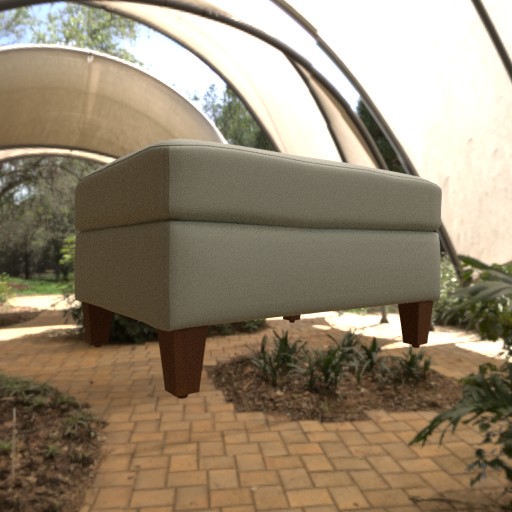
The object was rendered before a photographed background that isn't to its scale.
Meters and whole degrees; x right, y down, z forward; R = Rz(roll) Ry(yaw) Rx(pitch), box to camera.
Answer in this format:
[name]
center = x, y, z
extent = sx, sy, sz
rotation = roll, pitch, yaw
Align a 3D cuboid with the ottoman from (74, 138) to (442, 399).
[ottoman]
center = 0.000, 0.000, 1.206
extent = 0.818, 0.496, 0.634
rotation = 0, 1, -36
